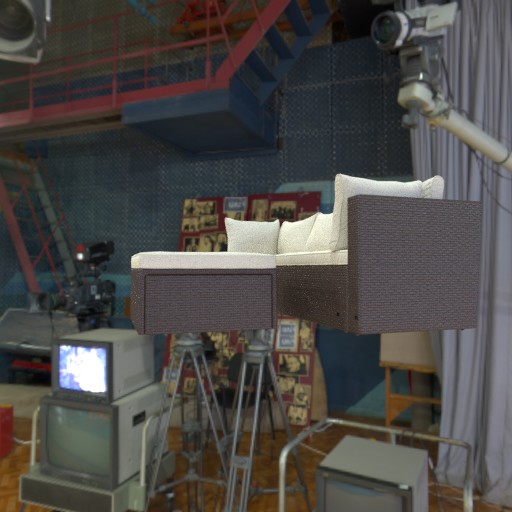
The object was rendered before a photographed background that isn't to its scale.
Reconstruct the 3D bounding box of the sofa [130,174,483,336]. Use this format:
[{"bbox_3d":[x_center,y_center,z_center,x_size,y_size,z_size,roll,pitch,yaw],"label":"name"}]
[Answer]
[{"bbox_3d":[0.000,0.000,2.941,1.612,0.766,2.192,1,-2,-19],"label":"sofa"}]
